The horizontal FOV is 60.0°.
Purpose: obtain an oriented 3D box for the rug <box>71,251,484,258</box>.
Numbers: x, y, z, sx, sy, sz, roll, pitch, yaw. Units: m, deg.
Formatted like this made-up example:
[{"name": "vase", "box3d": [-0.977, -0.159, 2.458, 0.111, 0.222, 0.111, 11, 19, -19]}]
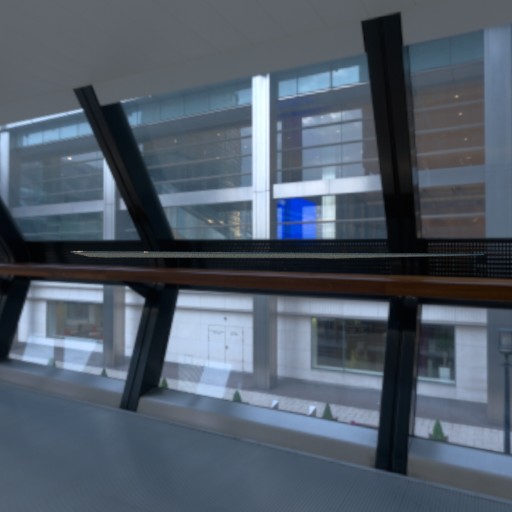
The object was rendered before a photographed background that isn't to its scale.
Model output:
[{"name": "rug", "box3d": [0.000, 0.000, 3.940, 2.867, 0.020, 2.277, 0, -1, -18]}]
